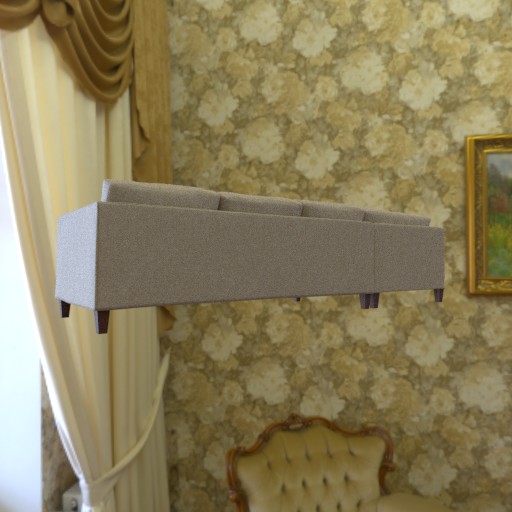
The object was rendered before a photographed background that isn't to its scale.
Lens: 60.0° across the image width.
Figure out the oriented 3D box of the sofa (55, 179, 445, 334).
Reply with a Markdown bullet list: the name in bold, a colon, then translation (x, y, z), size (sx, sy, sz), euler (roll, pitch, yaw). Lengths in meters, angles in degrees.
- **sofa**: translation (0.000, 0.000, 3.828), size (3.186, 0.846, 1.625), euler (1, -1, -36)
